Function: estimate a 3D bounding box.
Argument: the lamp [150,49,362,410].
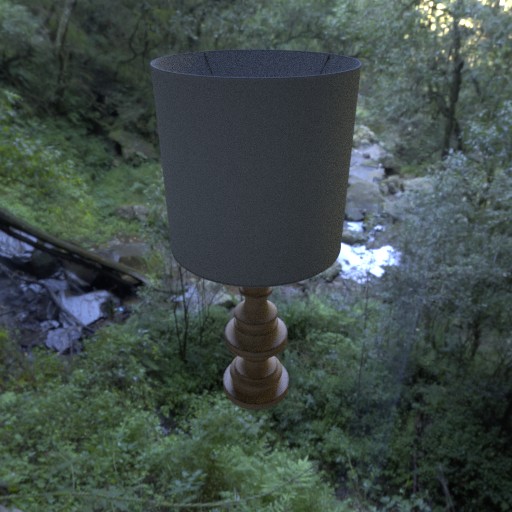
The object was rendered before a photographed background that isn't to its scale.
[{"bbox_3d":[0.000,0.000,0.561,0.208,0.455,0.208,19,36,29],"label":"lamp"}]
